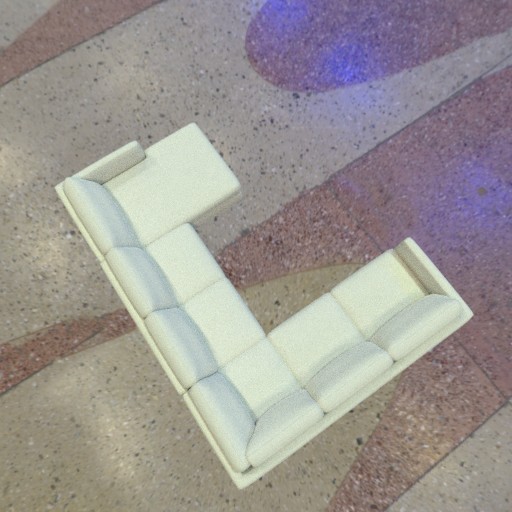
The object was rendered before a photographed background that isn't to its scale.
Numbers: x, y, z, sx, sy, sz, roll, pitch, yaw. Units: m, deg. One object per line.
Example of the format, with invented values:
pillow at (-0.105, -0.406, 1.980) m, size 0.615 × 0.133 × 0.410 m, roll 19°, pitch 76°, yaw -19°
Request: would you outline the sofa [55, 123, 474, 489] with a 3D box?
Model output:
sofa at (0.000, 0.000, 4.338) m, size 2.551 × 0.853 × 3.238 m, roll -33°, pitch 77°, yaw -9°
